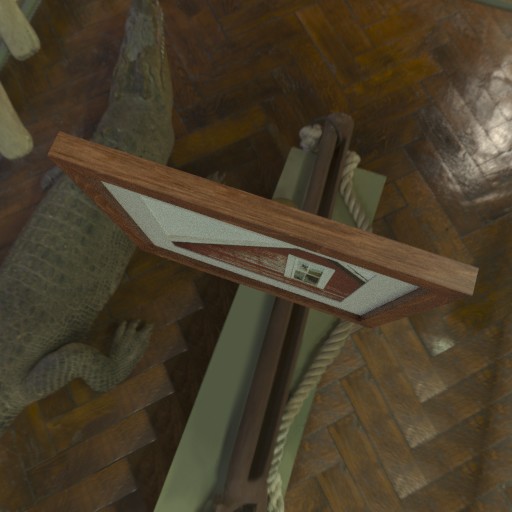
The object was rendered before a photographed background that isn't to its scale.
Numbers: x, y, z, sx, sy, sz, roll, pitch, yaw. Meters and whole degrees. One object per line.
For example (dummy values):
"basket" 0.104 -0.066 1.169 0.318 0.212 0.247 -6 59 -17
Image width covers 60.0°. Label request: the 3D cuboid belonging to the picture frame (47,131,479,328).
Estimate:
"picture frame" 0.000 0.000 0.538 0.381 0.330 0.025 19 77 5
